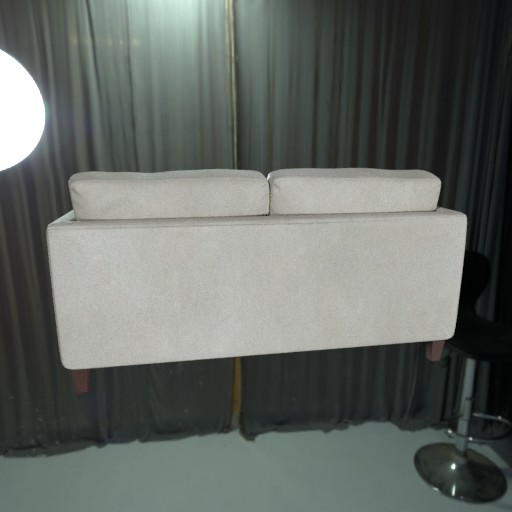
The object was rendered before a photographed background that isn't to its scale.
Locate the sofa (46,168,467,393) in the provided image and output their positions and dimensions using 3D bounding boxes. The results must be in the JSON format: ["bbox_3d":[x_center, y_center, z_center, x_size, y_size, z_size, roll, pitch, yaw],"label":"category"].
[{"bbox_3d":[0.000,0.000,2.370,1.846,0.940,0.950,-2,14,-10],"label":"sofa"}]
